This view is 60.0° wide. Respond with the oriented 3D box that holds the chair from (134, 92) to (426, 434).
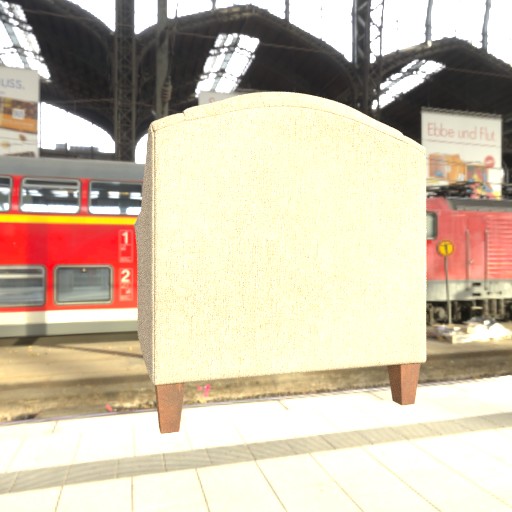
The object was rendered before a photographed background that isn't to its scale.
[{"bbox_3d":[0.000,0.000,1.477,0.763,0.839,0.787,0,0,-18],"label":"chair"}]
